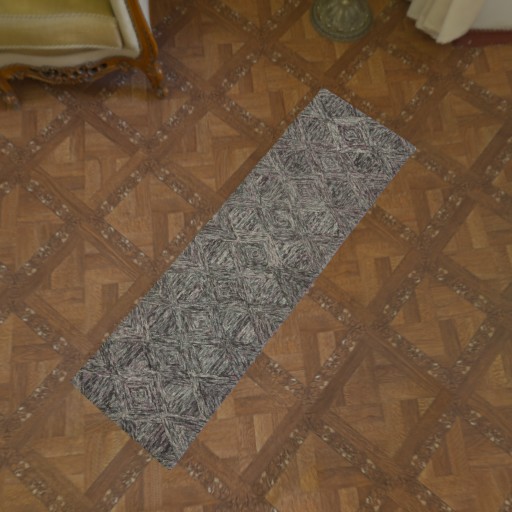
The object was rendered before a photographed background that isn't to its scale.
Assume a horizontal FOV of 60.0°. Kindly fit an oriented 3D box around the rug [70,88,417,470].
[{"bbox_3d":[0.000,0.000,2.526,0.719,0.013,2.305,37,77,10],"label":"rug"}]
